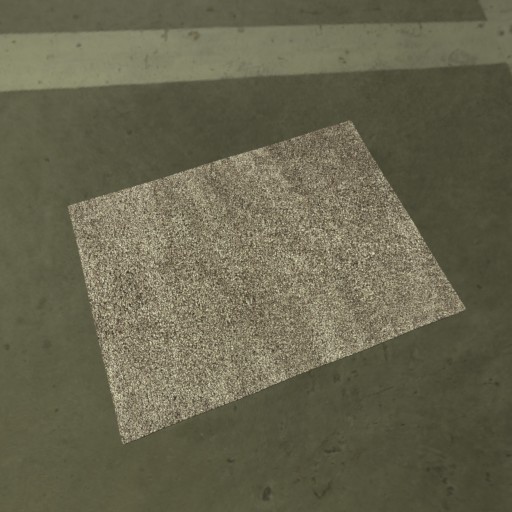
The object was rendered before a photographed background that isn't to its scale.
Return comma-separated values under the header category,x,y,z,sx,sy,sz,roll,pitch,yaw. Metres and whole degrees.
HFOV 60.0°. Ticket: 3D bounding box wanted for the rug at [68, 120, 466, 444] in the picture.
category,x,y,z,sx,sy,sz,roll,pitch,yaw
rug,0.000,0.000,2.148,1.601,0.025,1.198,-19,66,-9
